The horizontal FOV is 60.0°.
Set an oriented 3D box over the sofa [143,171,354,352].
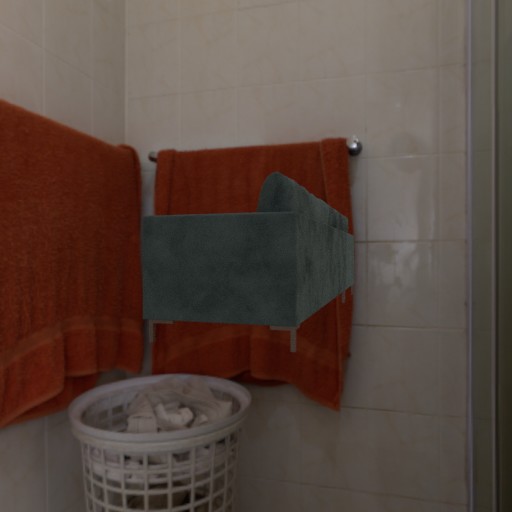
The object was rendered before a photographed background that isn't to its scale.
[{"bbox_3d":[0.000,0.000,4.114,1.500,0.967,3.400,0,0,17],"label":"sofa"}]
